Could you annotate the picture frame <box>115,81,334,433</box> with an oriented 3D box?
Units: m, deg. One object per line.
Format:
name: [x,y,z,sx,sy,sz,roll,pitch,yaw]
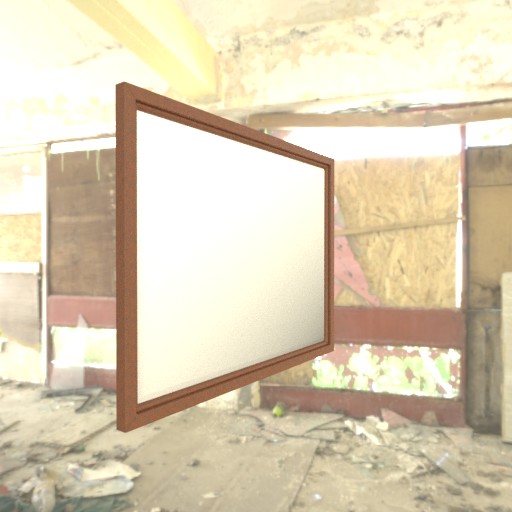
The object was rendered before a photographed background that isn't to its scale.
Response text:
picture frame: [0.000,0.000,1.827,0.045,1.018,1.329,0,1,37]
